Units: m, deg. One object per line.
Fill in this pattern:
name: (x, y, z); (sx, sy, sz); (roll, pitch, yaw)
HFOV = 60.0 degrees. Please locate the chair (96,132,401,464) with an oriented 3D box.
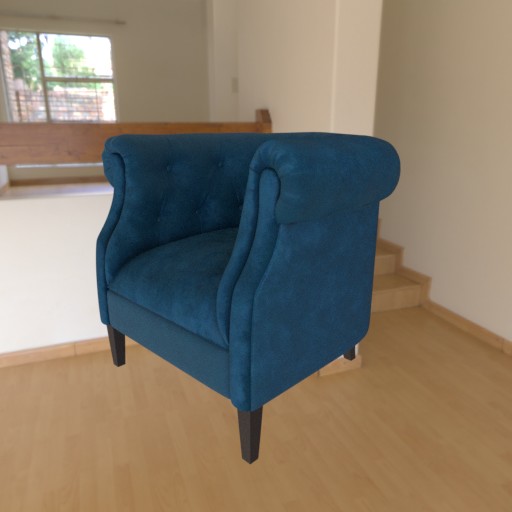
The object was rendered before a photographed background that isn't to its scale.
chair: (0.000, 0.000, 1.551); (0.904, 0.826, 0.851); (16, 23, 42)
